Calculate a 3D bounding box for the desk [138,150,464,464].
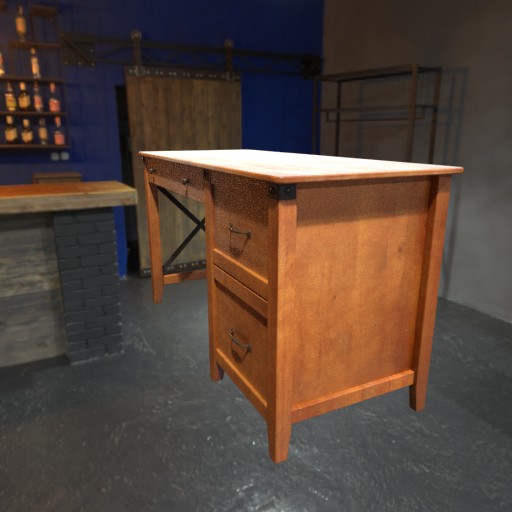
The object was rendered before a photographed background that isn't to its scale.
[{"bbox_3d":[0.000,0.000,1.738,0.574,0.756,1.353,-8,17,-26],"label":"desk"}]
